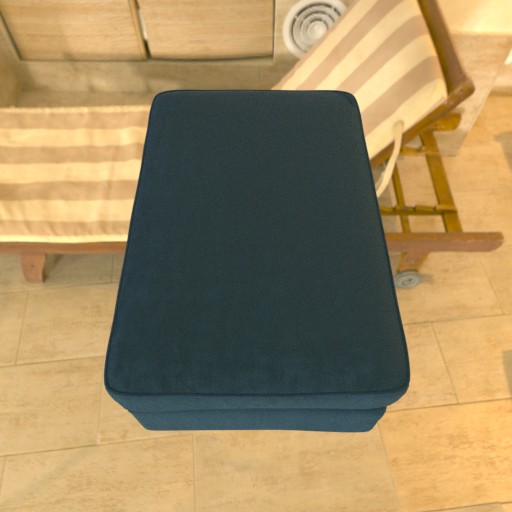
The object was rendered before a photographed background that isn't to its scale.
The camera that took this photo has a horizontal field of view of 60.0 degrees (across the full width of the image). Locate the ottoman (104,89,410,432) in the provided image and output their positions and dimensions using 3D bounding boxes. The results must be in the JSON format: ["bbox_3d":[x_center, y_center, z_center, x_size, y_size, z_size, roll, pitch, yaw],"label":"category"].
[{"bbox_3d":[0.000,0.000,1.194,0.583,0.484,0.862,0,58,0],"label":"ottoman"}]
